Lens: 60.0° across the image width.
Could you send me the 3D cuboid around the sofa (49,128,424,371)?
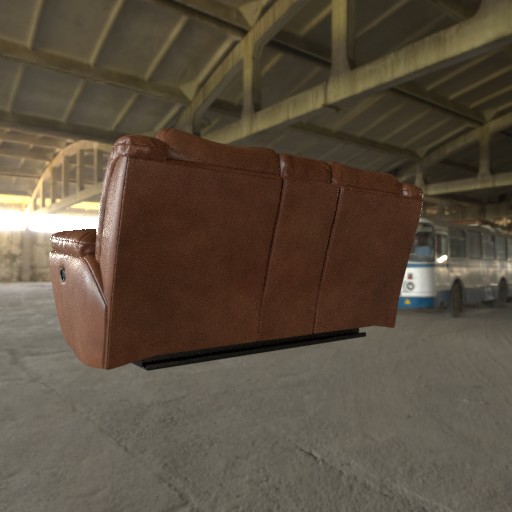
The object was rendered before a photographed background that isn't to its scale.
[{"bbox_3d":[0.000,0.000,2.584,2.058,1.043,0.991,1,-1,-37],"label":"sofa"}]
